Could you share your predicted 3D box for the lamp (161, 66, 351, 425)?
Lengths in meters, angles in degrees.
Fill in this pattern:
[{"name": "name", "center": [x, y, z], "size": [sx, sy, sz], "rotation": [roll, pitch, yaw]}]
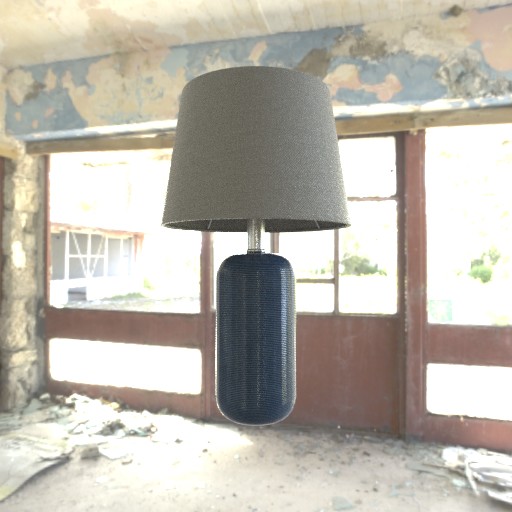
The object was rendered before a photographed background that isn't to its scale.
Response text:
[{"name": "lamp", "center": [0.000, 0.000, 0.599], "size": [0.253, 0.428, 0.253], "rotation": [0, -1, 0]}]
